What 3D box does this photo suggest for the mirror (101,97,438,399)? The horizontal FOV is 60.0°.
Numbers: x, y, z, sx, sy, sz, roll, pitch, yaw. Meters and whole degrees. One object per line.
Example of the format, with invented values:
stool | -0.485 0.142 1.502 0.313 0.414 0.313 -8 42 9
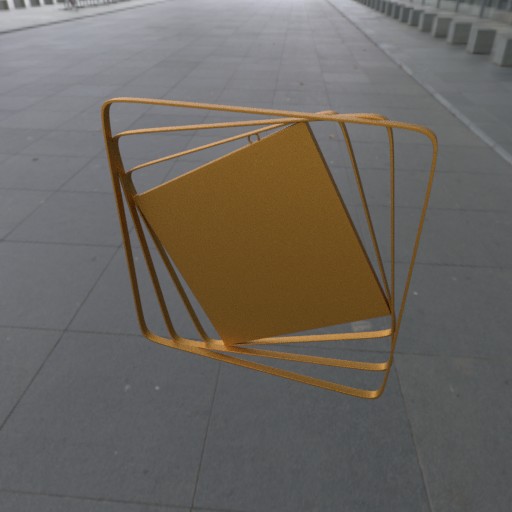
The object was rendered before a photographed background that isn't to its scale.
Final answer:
mirror | 0.000 0.000 0.705 0.470 0.468 0.045 11 34 16
